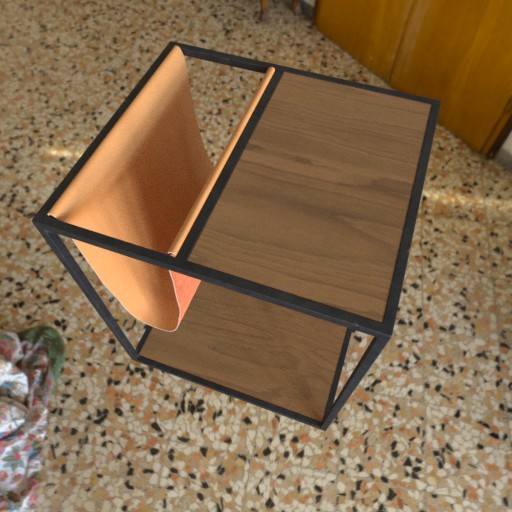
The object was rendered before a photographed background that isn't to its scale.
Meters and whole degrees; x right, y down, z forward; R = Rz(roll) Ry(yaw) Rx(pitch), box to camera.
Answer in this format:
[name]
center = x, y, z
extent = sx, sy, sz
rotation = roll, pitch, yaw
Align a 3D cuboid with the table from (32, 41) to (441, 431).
[table]
center = 0.000, 0.000, 0.832
extent = 0.450, 0.536, 0.399
rotation = 17, 60, 10
